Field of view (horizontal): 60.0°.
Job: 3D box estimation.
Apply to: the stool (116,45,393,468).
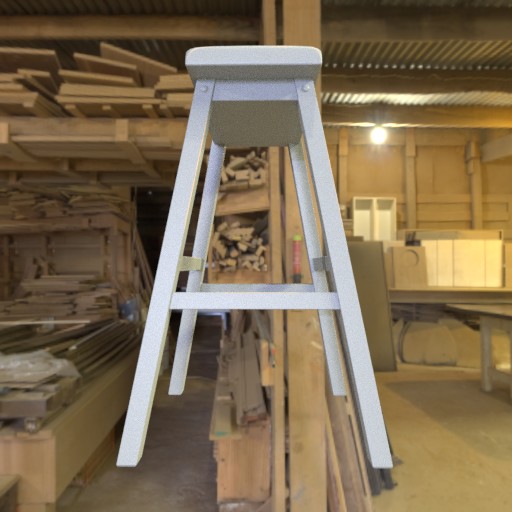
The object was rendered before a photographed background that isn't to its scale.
[{"bbox_3d":[0.000,0.000,0.998,0.476,0.737,0.457,0,-1,1],"label":"stool"}]
